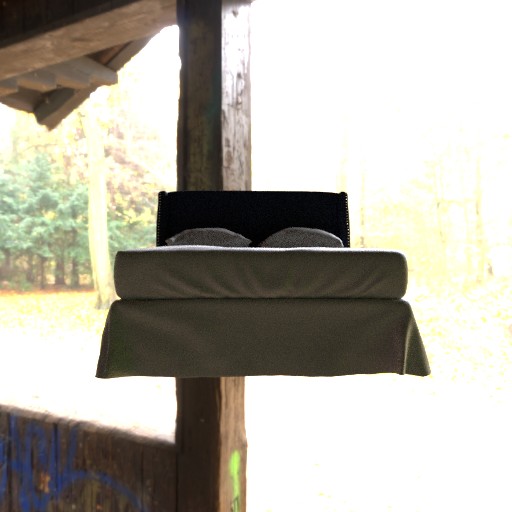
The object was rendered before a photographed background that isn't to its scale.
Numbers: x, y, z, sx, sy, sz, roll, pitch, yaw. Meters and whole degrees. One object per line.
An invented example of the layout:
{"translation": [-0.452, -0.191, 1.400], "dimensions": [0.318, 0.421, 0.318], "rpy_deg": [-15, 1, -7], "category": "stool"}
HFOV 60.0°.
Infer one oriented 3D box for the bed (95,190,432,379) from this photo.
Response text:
{"translation": [0.000, 0.000, 3.444], "dimensions": [1.925, 1.332, 2.276], "rpy_deg": [0, 0, -1], "category": "bed"}
